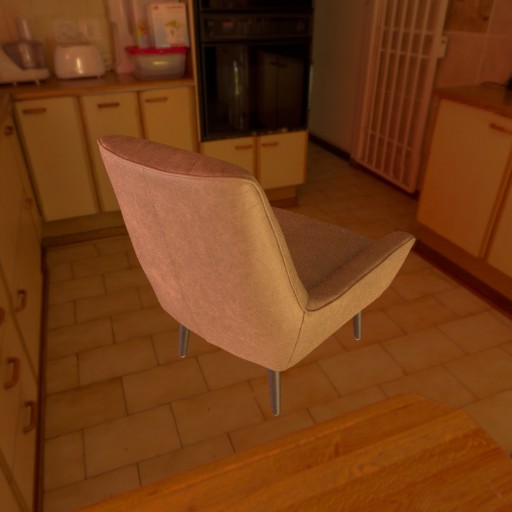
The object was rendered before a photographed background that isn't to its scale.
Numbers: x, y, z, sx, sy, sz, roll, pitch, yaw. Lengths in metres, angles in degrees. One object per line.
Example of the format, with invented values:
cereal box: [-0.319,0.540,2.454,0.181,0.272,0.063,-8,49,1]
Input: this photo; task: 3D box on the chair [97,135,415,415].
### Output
chair: [0.000,0.000,1.480,0.787,0.888,0.824,22,37,32]
